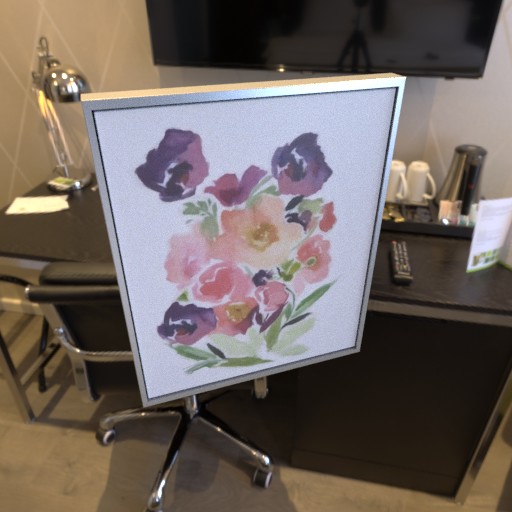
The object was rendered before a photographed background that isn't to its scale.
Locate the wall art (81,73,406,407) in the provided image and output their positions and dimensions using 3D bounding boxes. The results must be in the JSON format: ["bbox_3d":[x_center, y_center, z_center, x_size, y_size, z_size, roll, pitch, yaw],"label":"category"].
[{"bbox_3d":[0.000,0.000,0.749,0.452,0.549,0.038,-10,34,-16],"label":"wall art"}]
